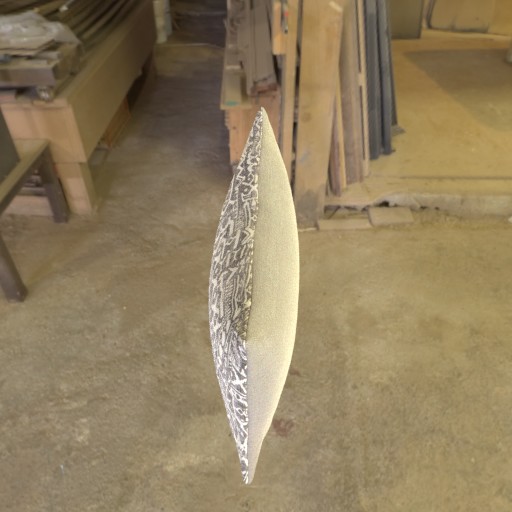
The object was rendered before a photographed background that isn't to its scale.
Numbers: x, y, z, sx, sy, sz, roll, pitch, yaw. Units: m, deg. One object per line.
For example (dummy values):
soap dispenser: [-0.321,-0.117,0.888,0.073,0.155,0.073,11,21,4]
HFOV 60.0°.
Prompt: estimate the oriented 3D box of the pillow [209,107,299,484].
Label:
pillow: [0.000,0.000,0.754,0.148,0.290,0.631,1,40,2]
